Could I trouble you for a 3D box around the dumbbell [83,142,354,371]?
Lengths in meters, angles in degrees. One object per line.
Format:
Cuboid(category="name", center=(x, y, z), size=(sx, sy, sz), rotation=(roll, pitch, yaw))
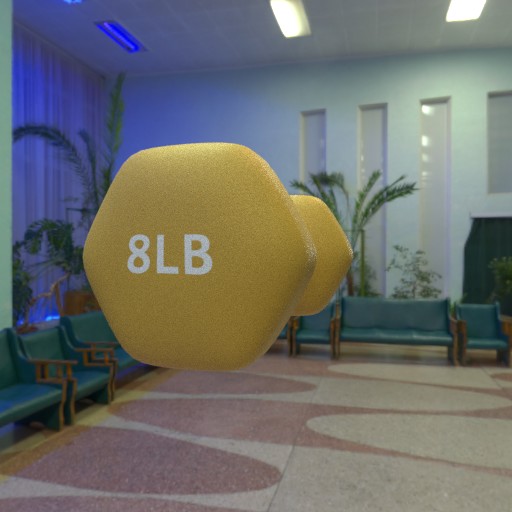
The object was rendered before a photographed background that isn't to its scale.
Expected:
Cuboid(category="dumbbell", center=(0.000, 0.000, 0.238), size=(0.090, 0.082, 0.190), rotation=(0, 0, 18))
